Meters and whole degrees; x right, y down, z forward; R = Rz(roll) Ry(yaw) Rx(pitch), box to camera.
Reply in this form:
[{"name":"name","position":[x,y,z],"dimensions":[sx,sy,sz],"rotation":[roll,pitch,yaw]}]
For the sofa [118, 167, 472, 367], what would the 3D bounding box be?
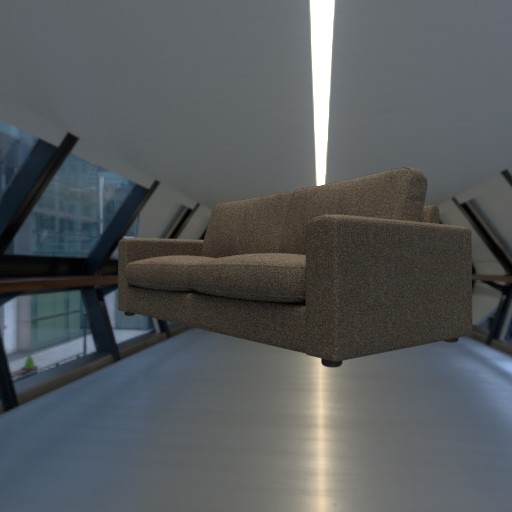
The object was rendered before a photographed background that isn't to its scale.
[{"name":"sofa","position":[0.000,0.000,2.727],"dimensions":[1.016,0.873,2.179],"rotation":[1,-1,-37]}]
